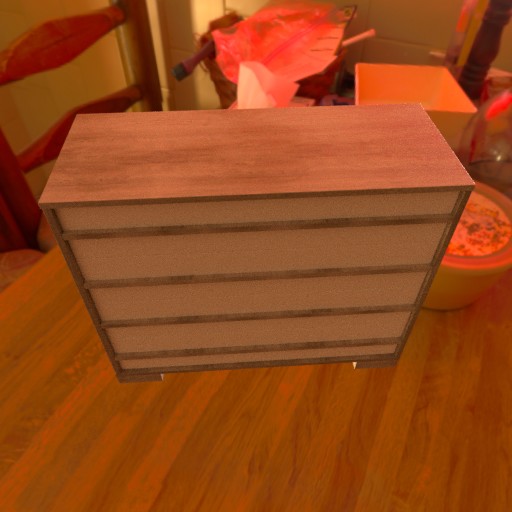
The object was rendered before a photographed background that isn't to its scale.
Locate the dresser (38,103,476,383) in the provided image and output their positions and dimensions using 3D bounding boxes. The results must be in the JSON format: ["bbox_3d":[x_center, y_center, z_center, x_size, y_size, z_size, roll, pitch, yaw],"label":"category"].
[{"bbox_3d":[0.000,0.000,1.435,0.994,0.816,0.404,-3,46,-3],"label":"dresser"}]
